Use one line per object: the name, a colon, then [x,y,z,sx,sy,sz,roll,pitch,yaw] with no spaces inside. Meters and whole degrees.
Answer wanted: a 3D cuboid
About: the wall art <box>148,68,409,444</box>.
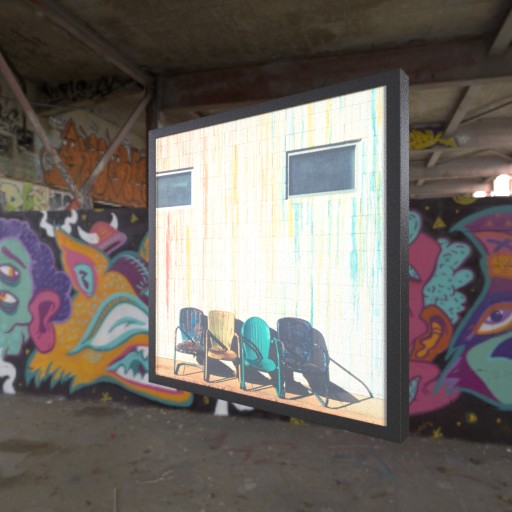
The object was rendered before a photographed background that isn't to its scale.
wall art: [0.000,0.000,0.759,0.506,0.506,0.037,0,0,36]
